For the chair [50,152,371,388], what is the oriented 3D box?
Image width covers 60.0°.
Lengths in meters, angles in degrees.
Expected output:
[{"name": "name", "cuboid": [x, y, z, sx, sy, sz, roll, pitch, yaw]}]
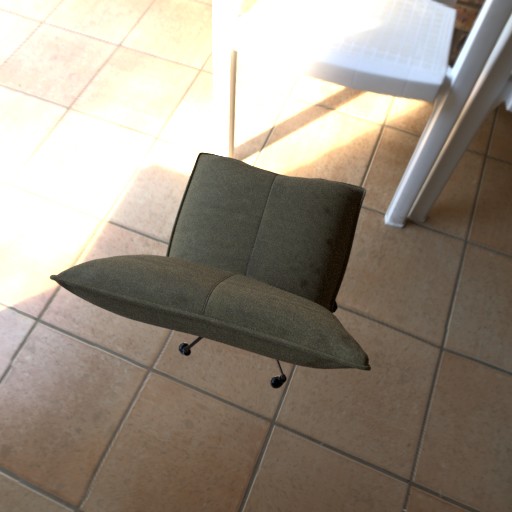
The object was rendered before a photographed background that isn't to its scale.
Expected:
[{"name": "chair", "cuboid": [0.000, 0.000, 1.268, 0.597, 0.811, 0.696, 15, 65, 7]}]
